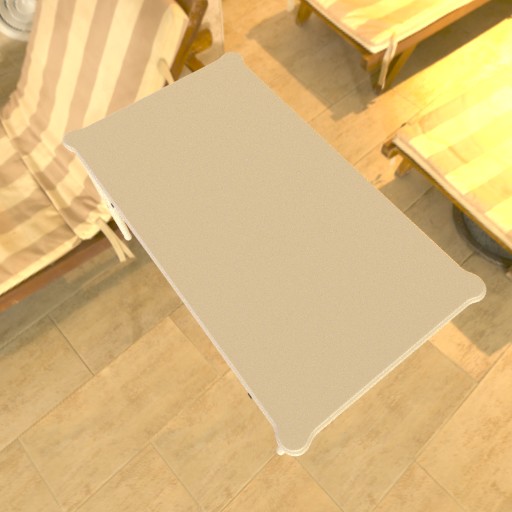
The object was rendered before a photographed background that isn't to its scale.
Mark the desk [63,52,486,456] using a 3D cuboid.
[{"bbox_3d":[0.000,0.000,1.843,0.807,0.762,1.380,-34,68,-16],"label":"desk"}]
